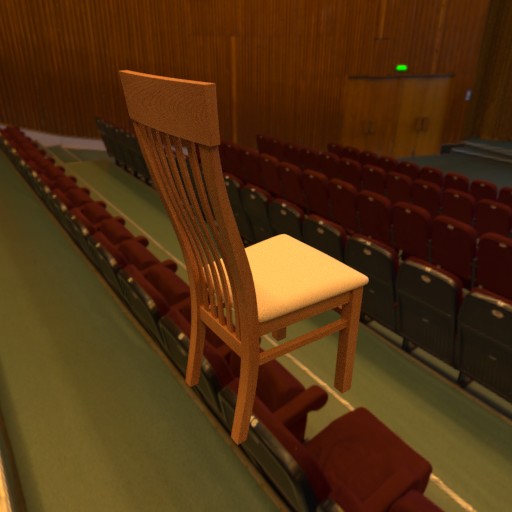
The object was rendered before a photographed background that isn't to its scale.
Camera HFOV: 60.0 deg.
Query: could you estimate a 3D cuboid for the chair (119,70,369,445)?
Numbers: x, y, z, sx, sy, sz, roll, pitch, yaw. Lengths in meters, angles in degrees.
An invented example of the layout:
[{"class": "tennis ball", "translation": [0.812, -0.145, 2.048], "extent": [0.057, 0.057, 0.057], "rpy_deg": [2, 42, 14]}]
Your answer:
[{"class": "chair", "translation": [0.000, 0.000, 1.361], "extent": [0.580, 1.050, 0.450], "rpy_deg": [-18, 31, -31]}]
